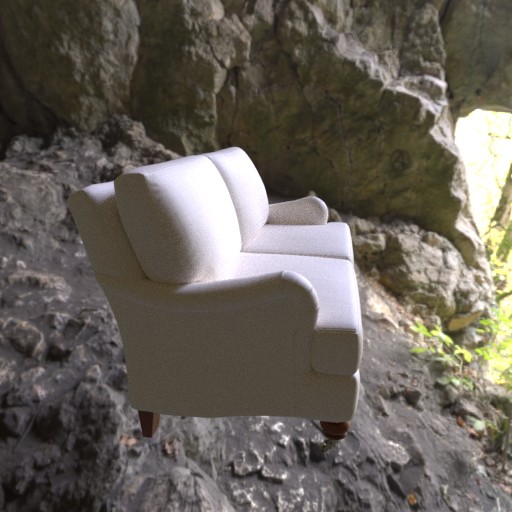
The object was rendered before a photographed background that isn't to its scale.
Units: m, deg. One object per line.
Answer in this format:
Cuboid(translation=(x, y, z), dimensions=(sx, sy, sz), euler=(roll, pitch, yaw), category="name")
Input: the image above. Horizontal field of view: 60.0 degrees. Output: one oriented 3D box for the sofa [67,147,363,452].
Cuboid(translation=(0.000, 0.000, 2.451), dimensions=(1.084, 1.101, 1.853), euler=(3, 17, 9), category="sofa")
